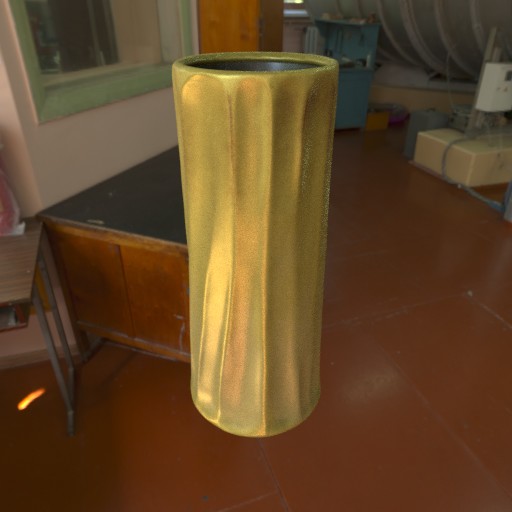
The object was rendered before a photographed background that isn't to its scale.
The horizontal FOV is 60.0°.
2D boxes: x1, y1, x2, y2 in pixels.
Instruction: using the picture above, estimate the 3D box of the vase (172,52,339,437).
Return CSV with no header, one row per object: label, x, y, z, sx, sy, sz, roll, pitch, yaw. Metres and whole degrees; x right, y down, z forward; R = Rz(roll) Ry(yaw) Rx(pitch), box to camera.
vase,0.000,0.000,0.175,0.061,0.143,0.061,0,30,0
